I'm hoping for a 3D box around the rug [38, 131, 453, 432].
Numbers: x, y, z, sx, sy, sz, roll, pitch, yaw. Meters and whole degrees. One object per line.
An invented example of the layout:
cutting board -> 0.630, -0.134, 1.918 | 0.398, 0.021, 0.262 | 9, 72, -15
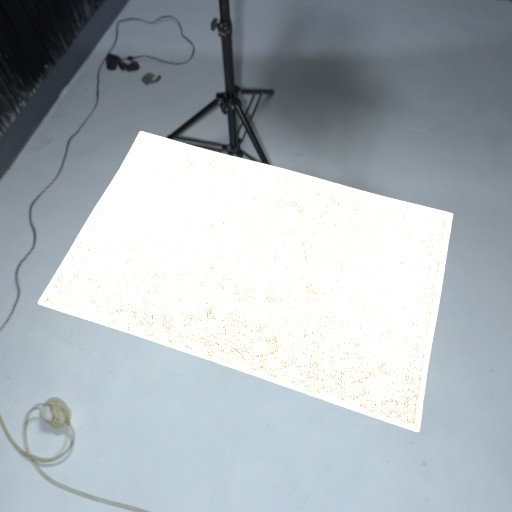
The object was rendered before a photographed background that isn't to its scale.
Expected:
rug -> 0.000, 0.000, 2.980 | 2.435, 0.012, 1.529 | 16, 64, 8
